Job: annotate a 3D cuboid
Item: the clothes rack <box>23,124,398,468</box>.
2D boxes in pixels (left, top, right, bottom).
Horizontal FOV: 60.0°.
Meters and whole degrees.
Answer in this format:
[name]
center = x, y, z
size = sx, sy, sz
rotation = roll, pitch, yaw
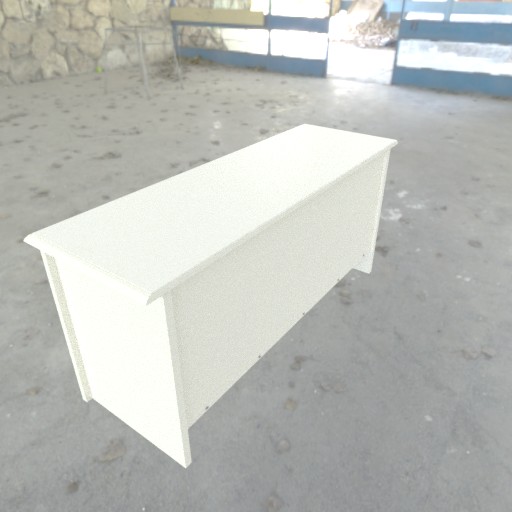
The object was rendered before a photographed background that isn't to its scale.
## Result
[clothes rack]
center = 0.000, 0.000, 1.451
size = 0.405, 0.558, 1.218
rotation = 21, 37, 31
